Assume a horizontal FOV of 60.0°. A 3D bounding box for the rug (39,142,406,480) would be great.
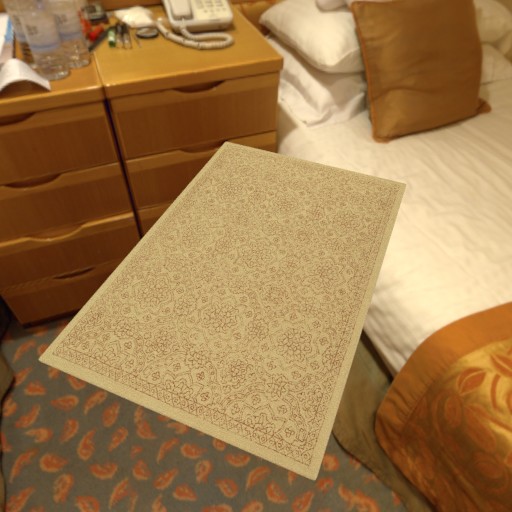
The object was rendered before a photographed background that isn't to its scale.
[{"bbox_3d":[0.000,0.000,2.279,1.219,0.010,1.829,17,49,16],"label":"rug"}]
